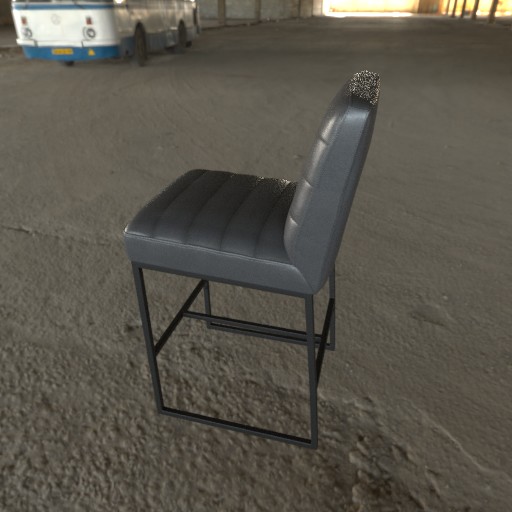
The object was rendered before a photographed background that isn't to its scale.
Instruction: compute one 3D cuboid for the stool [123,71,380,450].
[{"bbox_3d":[0.000,0.000,1.241,0.552,0.938,0.457,8,31,13],"label":"stool"}]
